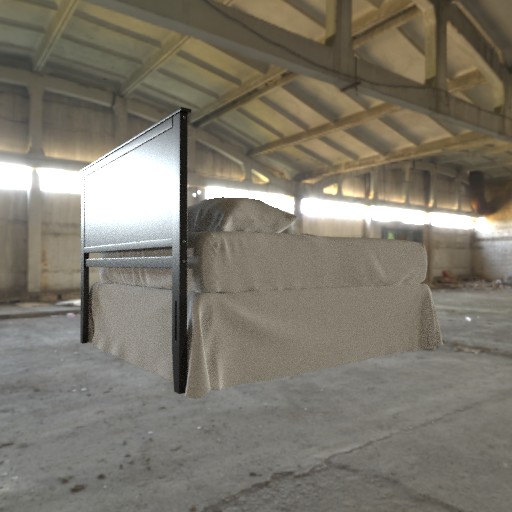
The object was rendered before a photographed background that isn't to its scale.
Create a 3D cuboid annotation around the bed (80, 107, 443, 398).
[{"bbox_3d":[0.000,0.000,3.205,2.050,1.270,1.870,1,-1,-36],"label":"bed"}]
